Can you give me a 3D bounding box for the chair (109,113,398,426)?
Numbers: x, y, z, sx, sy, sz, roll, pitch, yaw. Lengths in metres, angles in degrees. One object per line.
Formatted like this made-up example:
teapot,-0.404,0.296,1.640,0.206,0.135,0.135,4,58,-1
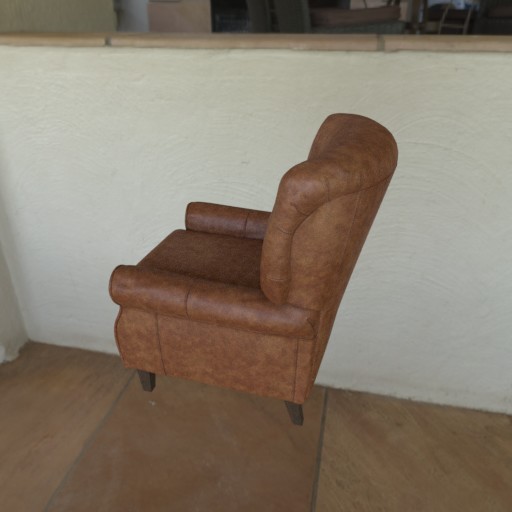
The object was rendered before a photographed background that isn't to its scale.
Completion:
chair,0.000,0.000,1.940,1.059,1.164,0.951,8,29,14
